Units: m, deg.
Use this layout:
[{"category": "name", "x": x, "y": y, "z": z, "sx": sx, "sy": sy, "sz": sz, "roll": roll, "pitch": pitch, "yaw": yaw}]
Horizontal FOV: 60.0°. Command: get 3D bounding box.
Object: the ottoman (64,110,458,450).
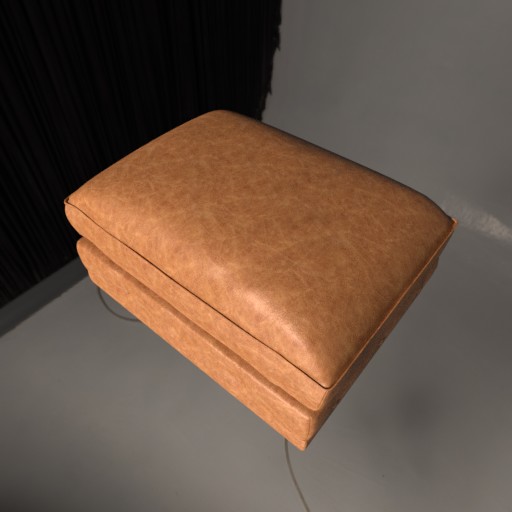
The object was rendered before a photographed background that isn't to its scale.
[{"category": "ottoman", "x": 0.000, "y": 0.000, "z": 1.066, "sx": 0.710, "sy": 0.480, "sz": 0.533, "roll": 31, "pitch": 55, "yaw": 26}]
